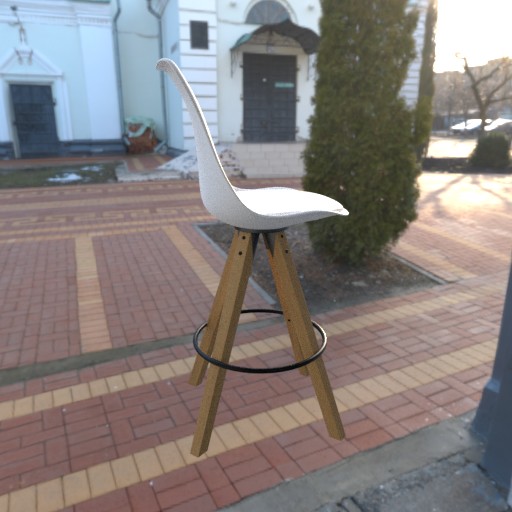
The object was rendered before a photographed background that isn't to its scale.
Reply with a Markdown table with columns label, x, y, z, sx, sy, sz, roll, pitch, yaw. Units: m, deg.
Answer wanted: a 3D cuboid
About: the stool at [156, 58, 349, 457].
| label | x | y | z | sx | sy | sz | roll | pitch | yaw |
| --- | --- | --- | --- | --- | --- | --- | --- | --- | --- |
| stool | 0.000 | 0.000 | 1.397 | 0.549 | 1.115 | 0.482 | -3 | 17 | -9 |
